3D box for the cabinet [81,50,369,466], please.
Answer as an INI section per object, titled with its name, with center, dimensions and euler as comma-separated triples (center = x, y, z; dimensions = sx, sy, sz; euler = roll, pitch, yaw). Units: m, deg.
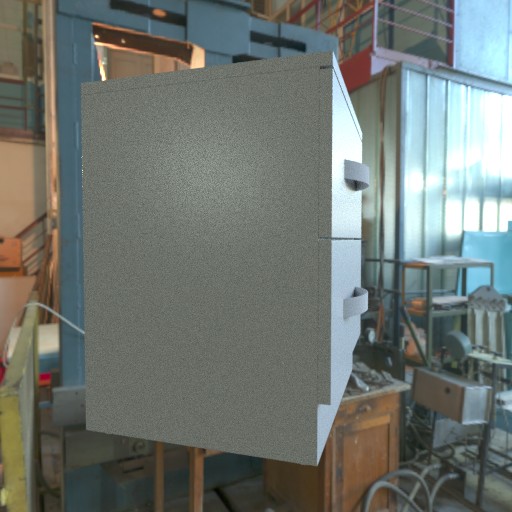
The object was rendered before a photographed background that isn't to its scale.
[cabinet]
center = 0.000, 0.000, 0.733
dimensions = 0.360, 0.470, 0.400
euler = 1, 2, 18
